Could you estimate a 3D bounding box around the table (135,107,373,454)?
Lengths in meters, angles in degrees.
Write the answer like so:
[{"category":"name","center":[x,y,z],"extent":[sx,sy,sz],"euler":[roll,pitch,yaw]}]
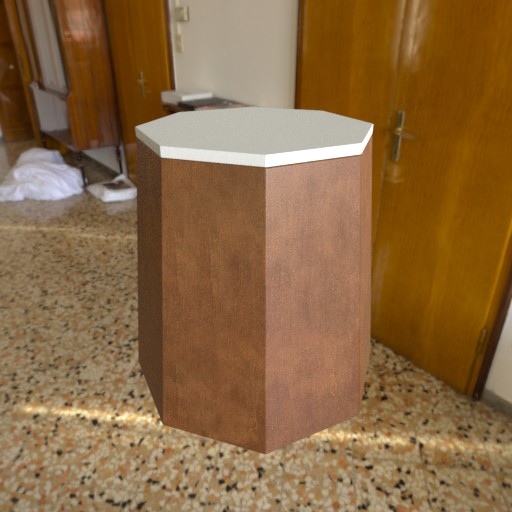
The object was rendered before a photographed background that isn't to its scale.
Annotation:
[{"category":"table","center":[0.000,0.000,0.793],"extent":[0.439,0.457,0.439],"euler":[8,28,15]}]
